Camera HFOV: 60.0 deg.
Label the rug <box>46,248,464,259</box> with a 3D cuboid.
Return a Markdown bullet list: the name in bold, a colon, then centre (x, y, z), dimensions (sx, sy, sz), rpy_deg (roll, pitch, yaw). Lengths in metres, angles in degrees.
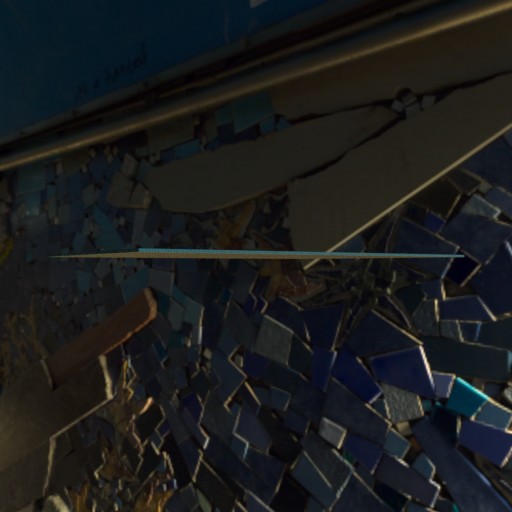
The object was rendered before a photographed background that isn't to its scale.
- **rug**: centre (0.000, 0.000, 2.890), dimensions (2.213, 0.013, 1.594), rpy_deg (1, -1, -36)
